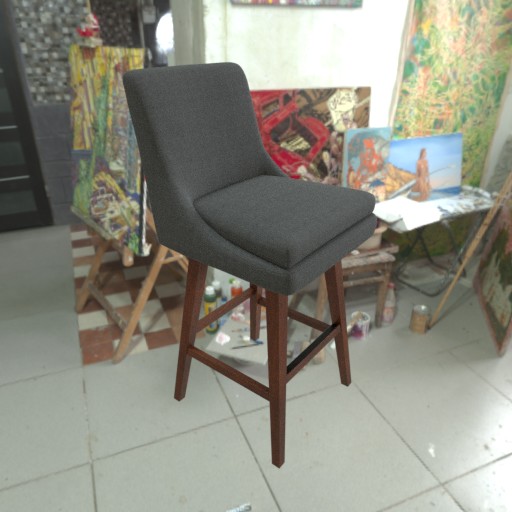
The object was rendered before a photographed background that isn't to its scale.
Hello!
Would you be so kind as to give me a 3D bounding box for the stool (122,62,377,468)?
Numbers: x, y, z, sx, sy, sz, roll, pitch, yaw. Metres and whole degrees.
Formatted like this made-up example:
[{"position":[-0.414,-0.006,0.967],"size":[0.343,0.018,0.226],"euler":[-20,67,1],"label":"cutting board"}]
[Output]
[{"position":[0.000,0.000,1.254],"size":[0.524,0.977,0.447],"euler":[20,33,33],"label":"stool"}]
